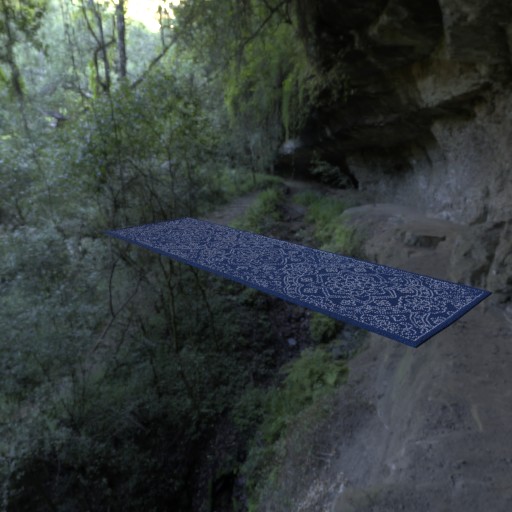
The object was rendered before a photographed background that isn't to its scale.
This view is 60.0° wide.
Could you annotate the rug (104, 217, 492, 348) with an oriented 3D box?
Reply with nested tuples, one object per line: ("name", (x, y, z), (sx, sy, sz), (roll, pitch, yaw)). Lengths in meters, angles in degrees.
("rug", (0.000, 0.000, 2.683), (0.769, 0.012, 2.448), (-16, 23, -42))
